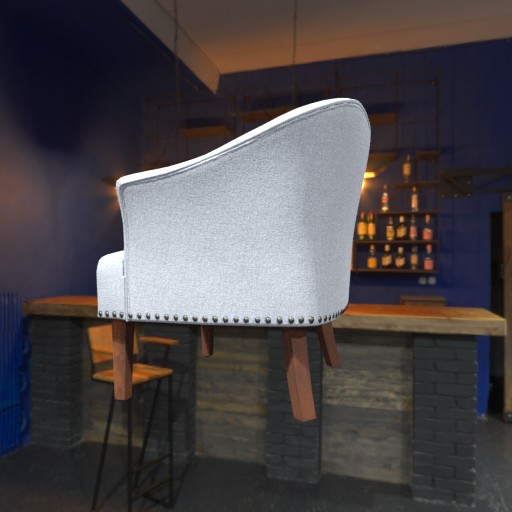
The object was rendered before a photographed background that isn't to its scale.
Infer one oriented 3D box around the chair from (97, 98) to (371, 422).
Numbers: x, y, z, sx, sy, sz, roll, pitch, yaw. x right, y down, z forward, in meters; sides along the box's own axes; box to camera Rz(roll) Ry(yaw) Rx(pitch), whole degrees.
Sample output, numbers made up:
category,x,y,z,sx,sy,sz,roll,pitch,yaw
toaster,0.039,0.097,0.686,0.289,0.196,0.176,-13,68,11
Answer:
category,x,y,z,sx,sy,sz,roll,pitch,yaw
chair,0.000,0.000,1.420,0.704,0.815,0.798,0,0,18
